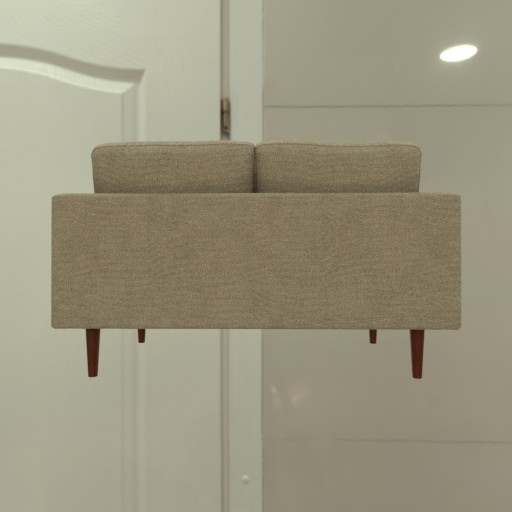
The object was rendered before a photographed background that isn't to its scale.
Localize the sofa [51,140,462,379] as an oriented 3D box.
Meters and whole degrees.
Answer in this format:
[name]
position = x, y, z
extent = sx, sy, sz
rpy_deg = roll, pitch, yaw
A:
[sofa]
position = 0.000, 0.000, 2.102
extent = 1.582, 0.944, 0.903
rpy_deg = 0, 0, 1
